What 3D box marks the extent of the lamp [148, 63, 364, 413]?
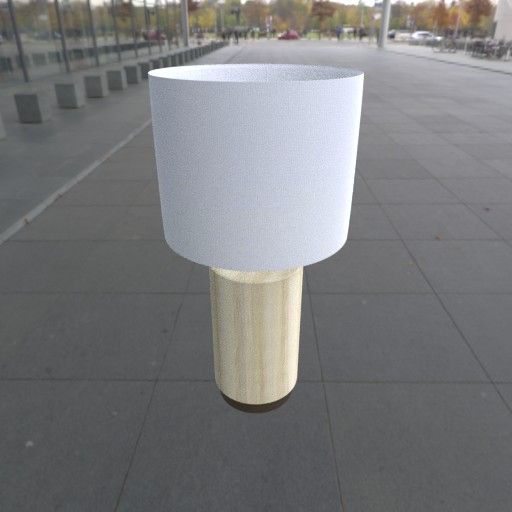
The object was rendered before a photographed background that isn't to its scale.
[{"bbox_3d":[0.000,0.000,0.575,0.228,0.444,0.228,8,28,15],"label":"lamp"}]
